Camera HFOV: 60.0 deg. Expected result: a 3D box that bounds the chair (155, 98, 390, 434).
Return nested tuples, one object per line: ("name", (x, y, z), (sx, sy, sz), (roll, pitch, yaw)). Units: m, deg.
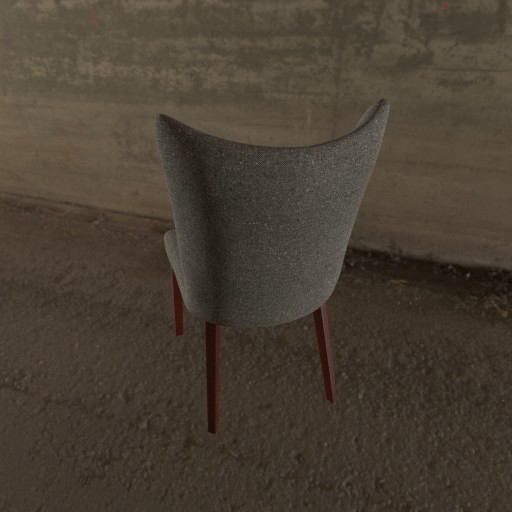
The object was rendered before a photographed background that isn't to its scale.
("chair", (0.000, 0.000, 1.315), (0.535, 0.924, 0.623), (-9, 30, -15))
